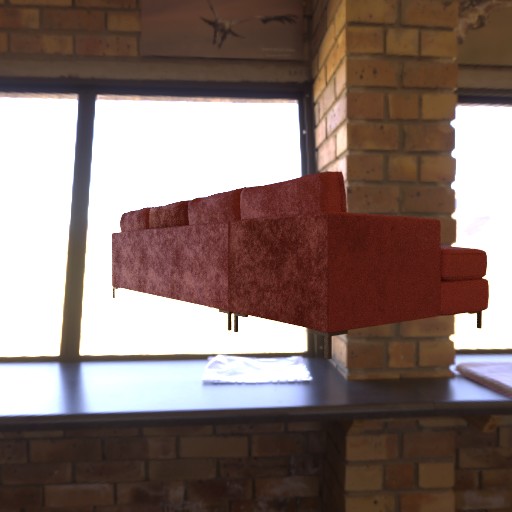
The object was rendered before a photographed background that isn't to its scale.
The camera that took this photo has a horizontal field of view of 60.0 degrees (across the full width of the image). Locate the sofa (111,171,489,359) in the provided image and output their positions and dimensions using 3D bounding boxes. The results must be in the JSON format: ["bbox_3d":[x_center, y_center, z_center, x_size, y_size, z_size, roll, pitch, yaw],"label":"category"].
[{"bbox_3d":[0.000,0.000,3.942,1.500,0.967,3.400,-1,1,-36],"label":"sofa"}]
